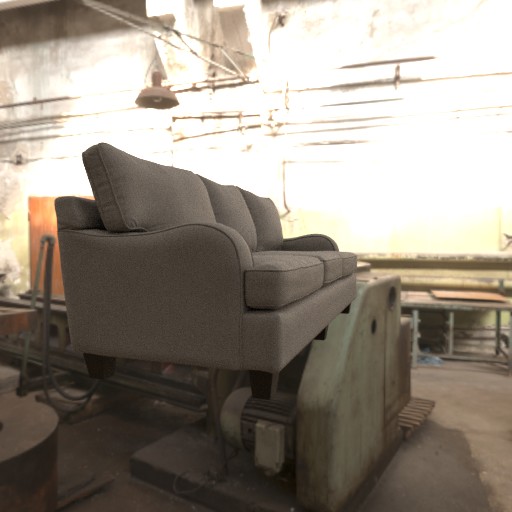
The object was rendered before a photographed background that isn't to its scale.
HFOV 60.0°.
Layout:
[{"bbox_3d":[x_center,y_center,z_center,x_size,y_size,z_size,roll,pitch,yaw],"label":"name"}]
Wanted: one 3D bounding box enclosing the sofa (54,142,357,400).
[{"bbox_3d":[0.000,0.000,2.783,1.016,0.991,2.323,1,2,19],"label":"sofa"}]
